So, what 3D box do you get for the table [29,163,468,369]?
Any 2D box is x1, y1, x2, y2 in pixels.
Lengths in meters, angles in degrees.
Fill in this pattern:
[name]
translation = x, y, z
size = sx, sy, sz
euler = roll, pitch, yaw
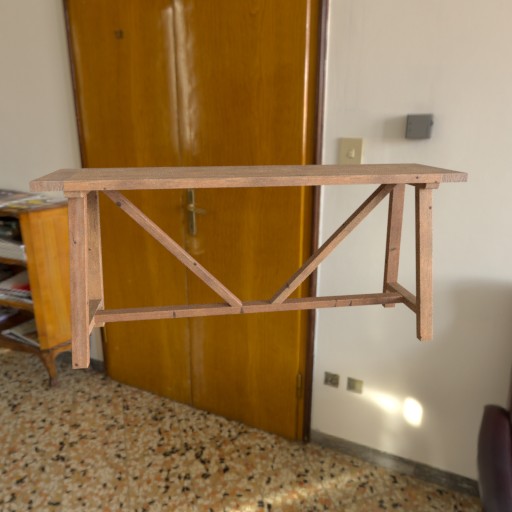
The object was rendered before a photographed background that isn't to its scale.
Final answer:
[table]
translation = 0.000, 0.000, 2.136
size = 1.800, 0.810, 0.465
euler = -3, 17, -8
